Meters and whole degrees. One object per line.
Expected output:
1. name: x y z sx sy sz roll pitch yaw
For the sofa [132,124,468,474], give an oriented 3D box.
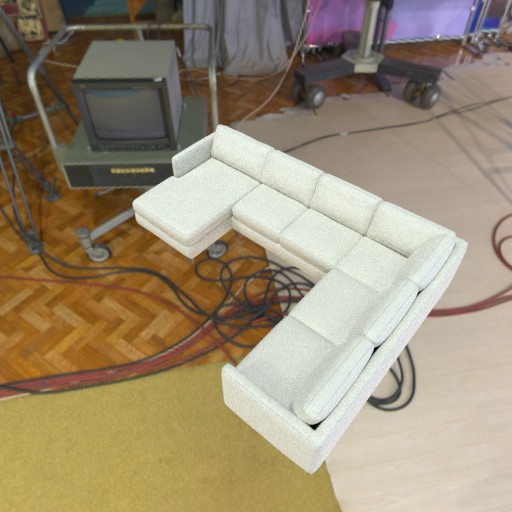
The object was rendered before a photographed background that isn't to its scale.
1. sofa: 0.000 0.000 4.462 3.238 0.853 2.551 32 55 26
